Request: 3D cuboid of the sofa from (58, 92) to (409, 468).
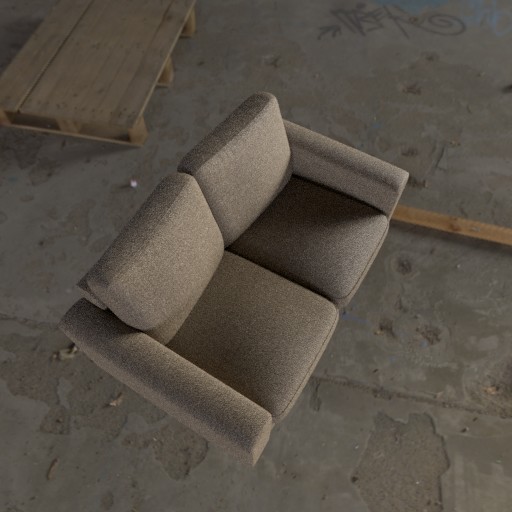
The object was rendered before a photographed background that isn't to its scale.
[{"bbox_3d":[0.000,0.000,2.215,1.016,0.873,1.616,28,63,16],"label":"sofa"}]
